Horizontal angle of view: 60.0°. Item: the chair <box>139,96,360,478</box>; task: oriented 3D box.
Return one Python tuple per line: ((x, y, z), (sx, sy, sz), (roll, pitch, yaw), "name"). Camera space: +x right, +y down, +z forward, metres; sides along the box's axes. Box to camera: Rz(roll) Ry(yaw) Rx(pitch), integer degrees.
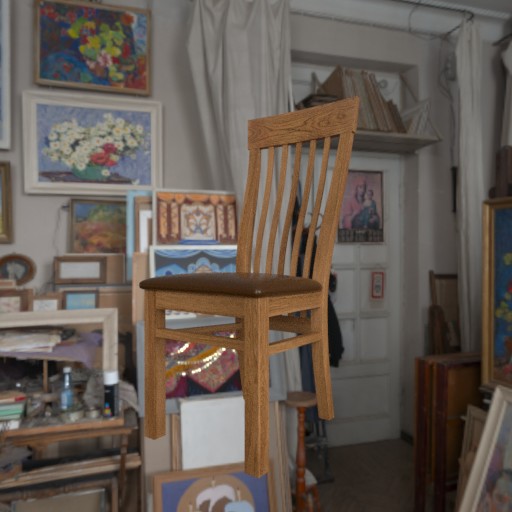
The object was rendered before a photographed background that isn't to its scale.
((0.000, 0.000, 1.386), (0.450, 1.050, 0.580), (0, 0, 36), "chair")
